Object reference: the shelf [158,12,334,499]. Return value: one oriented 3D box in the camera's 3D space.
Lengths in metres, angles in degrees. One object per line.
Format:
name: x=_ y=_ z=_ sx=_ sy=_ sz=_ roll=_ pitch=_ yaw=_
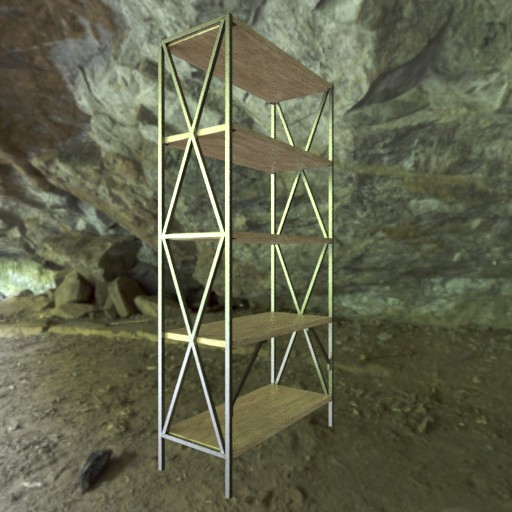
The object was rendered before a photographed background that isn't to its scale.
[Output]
shelf: x=0.000 y=0.000 z=2.108 sx=0.386 sy=1.803 sz=0.874 roll=0 pitch=0 yaw=36
